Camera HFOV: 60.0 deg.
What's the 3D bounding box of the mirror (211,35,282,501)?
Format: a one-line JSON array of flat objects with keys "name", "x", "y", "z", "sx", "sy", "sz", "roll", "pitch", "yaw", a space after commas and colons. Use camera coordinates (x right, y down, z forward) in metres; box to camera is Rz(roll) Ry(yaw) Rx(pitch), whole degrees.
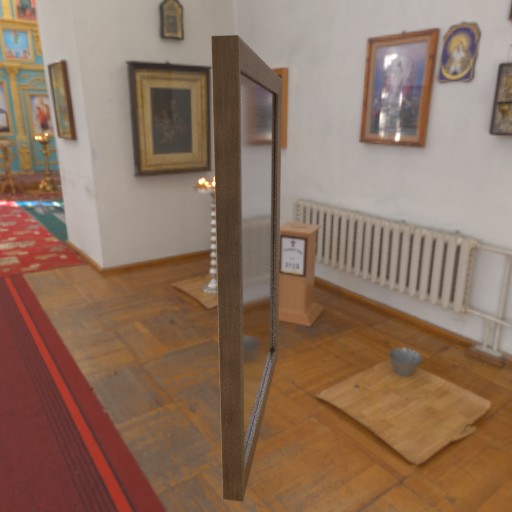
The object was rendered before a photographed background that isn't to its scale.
[{"name": "mirror", "x": 0.000, "y": 0.000, "z": 0.887, "sx": 0.040, "sy": 0.710, "sz": 0.507, "roll": 3, "pitch": 16, "yaw": 9}]
